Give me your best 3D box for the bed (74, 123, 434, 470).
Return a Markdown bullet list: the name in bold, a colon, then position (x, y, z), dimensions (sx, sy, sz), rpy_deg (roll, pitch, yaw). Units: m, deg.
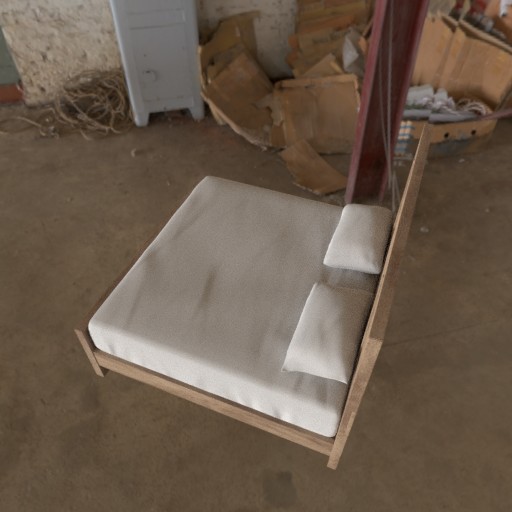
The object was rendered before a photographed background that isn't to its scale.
- **bed**: position (0.000, 0.000, 3.466), dimensions (2.032, 1.626, 2.032), rpy_deg (16, 48, 15)
